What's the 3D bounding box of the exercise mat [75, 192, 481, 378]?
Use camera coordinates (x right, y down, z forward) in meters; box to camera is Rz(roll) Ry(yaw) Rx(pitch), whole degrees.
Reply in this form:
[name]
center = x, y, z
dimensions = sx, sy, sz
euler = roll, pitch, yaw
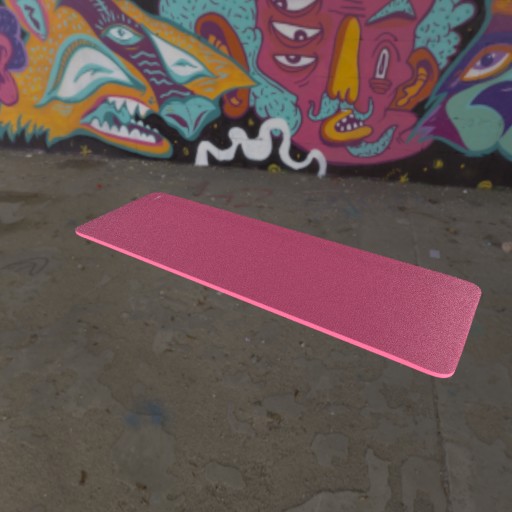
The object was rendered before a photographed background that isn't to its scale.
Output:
[exercise mat]
center = 0.000, 0.000, 2.072
dimensions = 1.884, 0.021, 0.616
euler = 19, 36, 28
